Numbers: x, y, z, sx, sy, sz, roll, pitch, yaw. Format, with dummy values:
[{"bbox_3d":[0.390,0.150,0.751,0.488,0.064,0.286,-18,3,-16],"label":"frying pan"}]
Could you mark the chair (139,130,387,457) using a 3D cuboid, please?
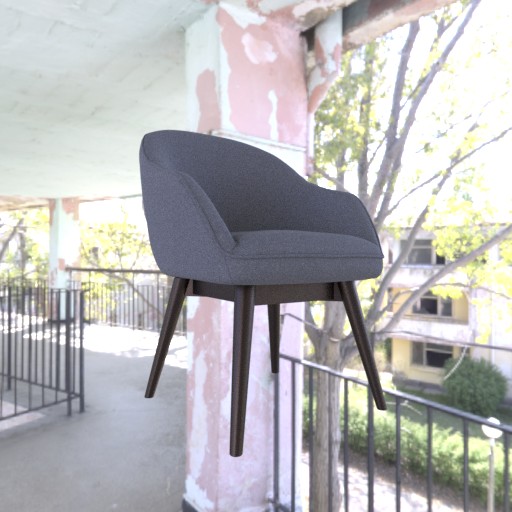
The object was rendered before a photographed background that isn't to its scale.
[{"bbox_3d":[0.000,0.000,1.243,0.589,0.810,0.611,0,0,-36],"label":"chair"}]
